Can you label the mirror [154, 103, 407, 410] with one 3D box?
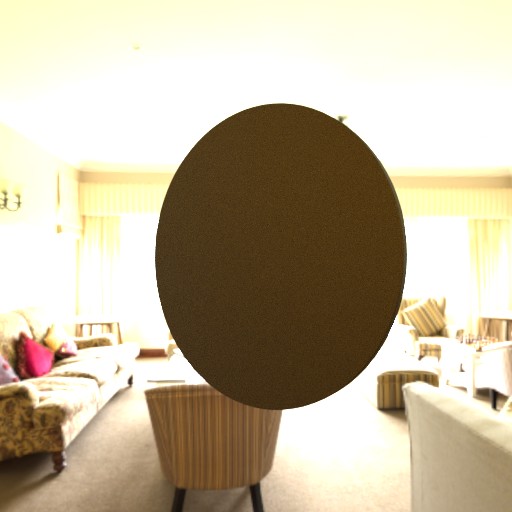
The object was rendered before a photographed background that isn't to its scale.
[{"bbox_3d":[0.000,0.000,1.598,1.077,1.077,0.036,-1,-1,37],"label":"mirror"}]
